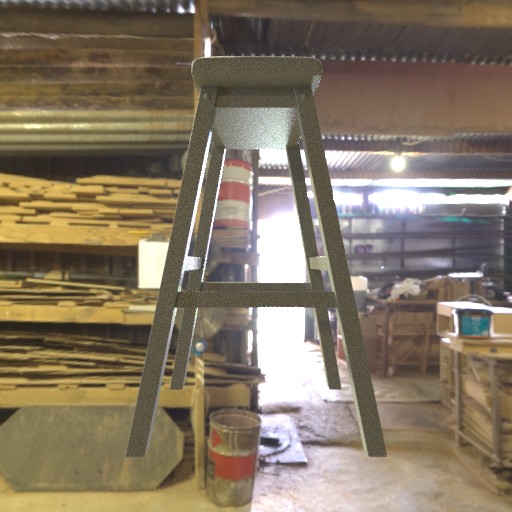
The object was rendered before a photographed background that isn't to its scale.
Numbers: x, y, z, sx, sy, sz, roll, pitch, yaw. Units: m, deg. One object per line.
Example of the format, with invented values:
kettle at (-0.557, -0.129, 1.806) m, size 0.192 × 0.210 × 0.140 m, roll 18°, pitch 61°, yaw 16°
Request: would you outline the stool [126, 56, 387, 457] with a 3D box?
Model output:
stool at (0.000, 0.000, 1.038) m, size 0.476 × 0.737 × 0.457 m, roll 0°, pitch -1°, yaw 0°
